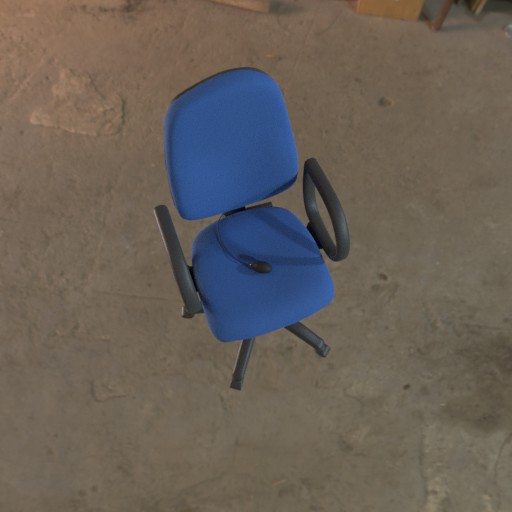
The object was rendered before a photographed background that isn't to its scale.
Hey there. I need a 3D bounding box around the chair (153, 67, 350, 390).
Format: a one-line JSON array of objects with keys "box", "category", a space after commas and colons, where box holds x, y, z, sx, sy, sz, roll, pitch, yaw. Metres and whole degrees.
[{"box": [0.000, 0.000, 1.276, 0.552, 0.905, 0.549, -19, 66, -9], "category": "chair"}]
